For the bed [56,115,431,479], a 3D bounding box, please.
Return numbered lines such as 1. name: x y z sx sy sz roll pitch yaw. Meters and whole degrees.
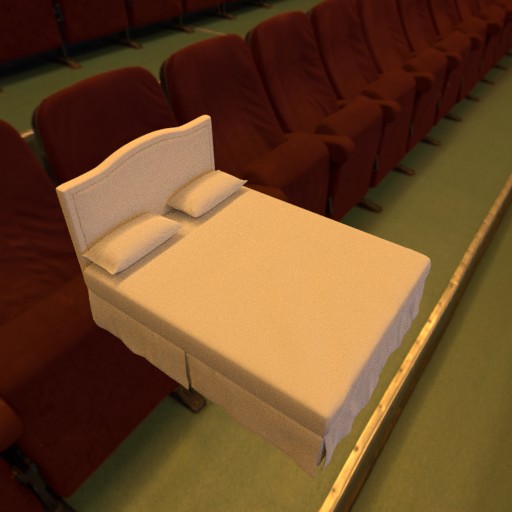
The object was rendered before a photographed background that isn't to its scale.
1. bed: 0.000 0.000 3.666 2.477 1.437 1.977 25 46 27
